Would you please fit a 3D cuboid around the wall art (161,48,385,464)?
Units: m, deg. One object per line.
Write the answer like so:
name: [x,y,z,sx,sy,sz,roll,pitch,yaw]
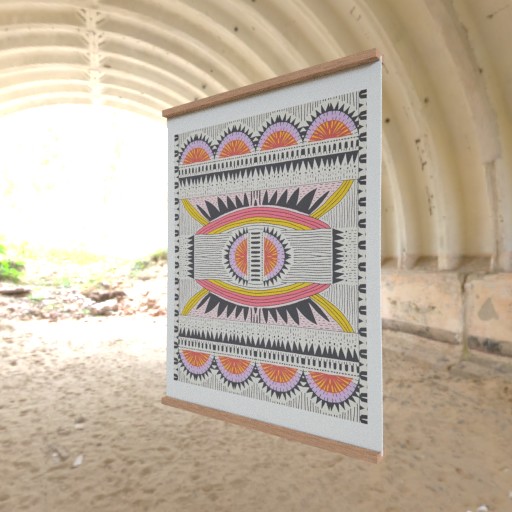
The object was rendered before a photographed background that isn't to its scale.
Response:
wall art: [0.000,0.000,0.690,0.403,0.527,0.028,0,-1,36]
